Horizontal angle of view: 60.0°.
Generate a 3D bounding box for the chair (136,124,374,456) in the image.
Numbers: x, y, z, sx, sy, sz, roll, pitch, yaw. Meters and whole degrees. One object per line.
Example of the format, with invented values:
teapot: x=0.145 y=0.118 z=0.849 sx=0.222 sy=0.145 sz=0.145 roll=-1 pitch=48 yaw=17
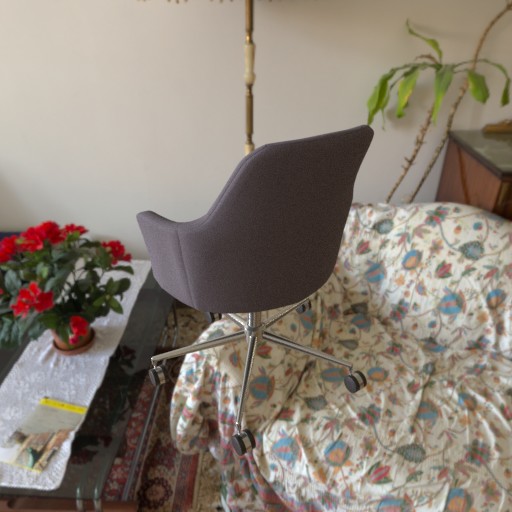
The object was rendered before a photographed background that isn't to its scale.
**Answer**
chair: x=0.000 y=0.000 z=1.283 sx=0.655 sy=0.820 sz=0.600 roll=-19 pitch=35 yaw=-29
